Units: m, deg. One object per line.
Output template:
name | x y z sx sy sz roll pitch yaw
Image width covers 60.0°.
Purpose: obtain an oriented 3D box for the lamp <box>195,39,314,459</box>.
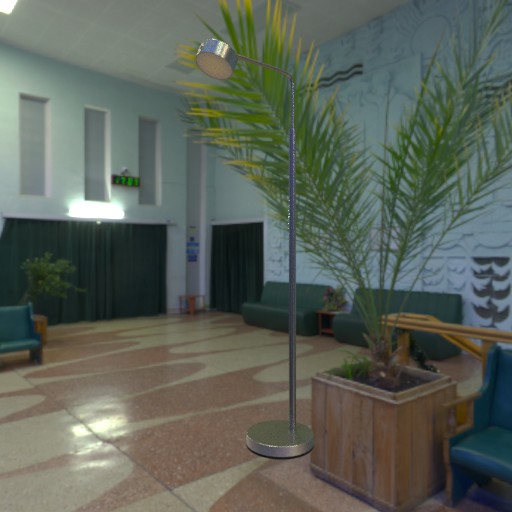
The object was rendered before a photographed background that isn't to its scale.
lamp | 0.000 0.000 1.408 0.421 1.250 0.222 0 0 -37
